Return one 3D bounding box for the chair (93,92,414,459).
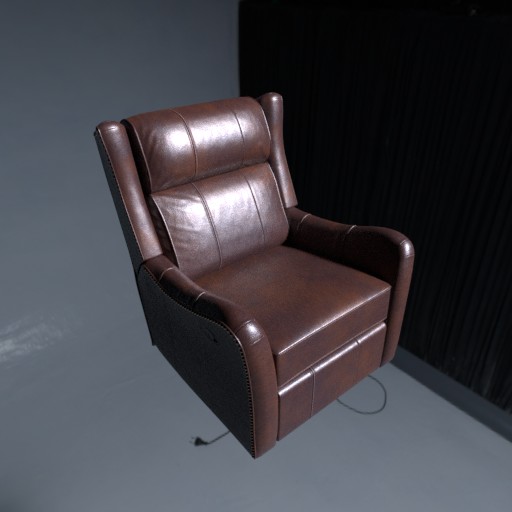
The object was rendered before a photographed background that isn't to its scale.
[{"bbox_3d":[0.000,0.000,1.834,0.869,1.084,1.008,-23,38,-32],"label":"chair"}]
